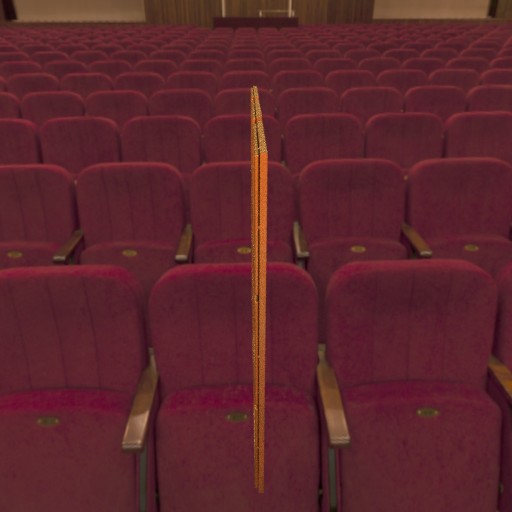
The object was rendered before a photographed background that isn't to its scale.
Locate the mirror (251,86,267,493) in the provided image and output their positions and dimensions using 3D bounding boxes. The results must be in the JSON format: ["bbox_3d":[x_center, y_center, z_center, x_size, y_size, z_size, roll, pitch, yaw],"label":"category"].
[{"bbox_3d":[0.000,0.000,1.441,0.023,0.926,1.011,0,27,-1],"label":"mirror"}]
